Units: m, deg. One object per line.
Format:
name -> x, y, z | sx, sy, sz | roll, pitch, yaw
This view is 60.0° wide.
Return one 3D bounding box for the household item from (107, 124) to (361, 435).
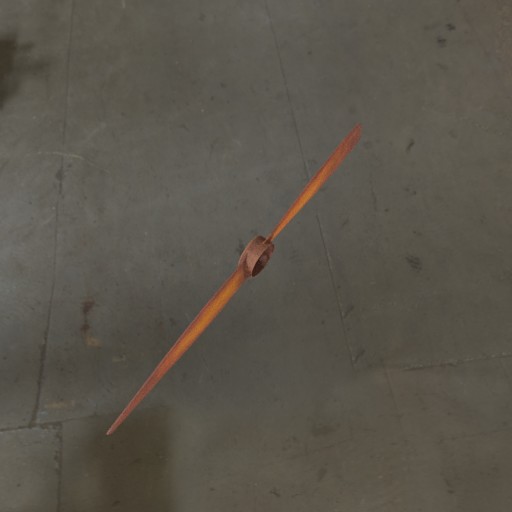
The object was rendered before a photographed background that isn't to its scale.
household item -> 0.000, 0.000, 1.269 | 0.051, 0.121, 1.181 | 33, 68, 16
